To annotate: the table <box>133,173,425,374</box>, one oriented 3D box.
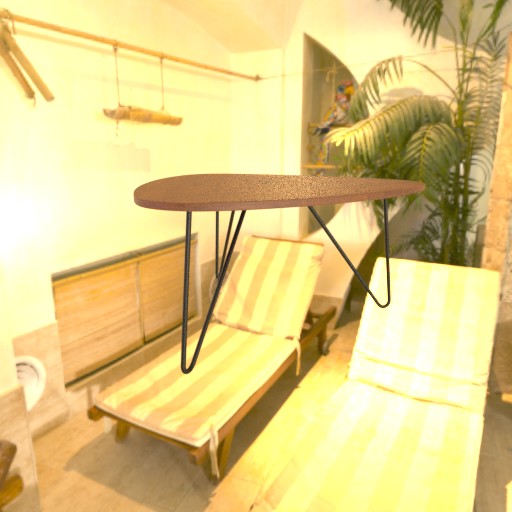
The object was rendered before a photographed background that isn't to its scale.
[{"bbox_3d":[0.000,0.000,1.290,0.833,0.413,0.821,7,16,26],"label":"table"}]
